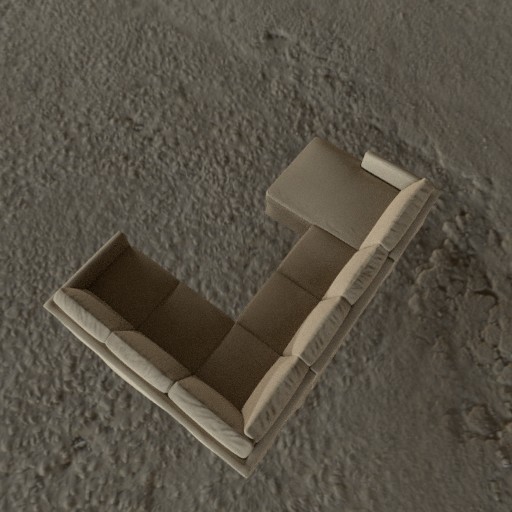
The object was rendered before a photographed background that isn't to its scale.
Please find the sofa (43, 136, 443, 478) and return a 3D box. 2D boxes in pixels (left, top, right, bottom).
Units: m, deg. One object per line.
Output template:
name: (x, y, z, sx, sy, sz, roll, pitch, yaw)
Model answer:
sofa: (0.000, 0.000, 4.675, 2.476, 0.878, 3.528, 34, 68, 15)
